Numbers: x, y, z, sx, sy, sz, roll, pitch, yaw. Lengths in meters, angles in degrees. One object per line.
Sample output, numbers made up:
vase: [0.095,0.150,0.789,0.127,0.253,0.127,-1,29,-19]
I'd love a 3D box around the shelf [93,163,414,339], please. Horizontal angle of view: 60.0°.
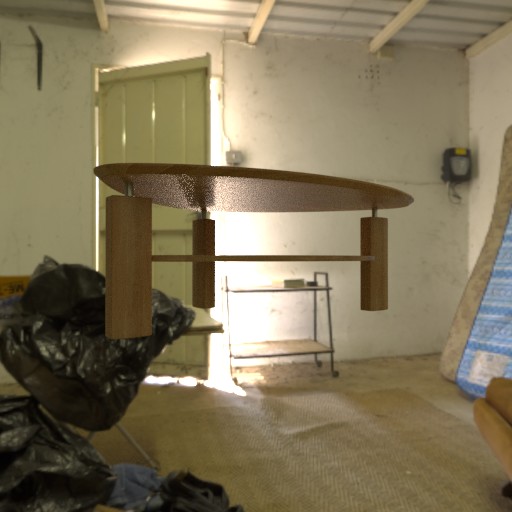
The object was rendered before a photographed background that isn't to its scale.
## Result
shelf: [0.000,0.000,1.604,1.240,0.439,0.863,0,0,-36]
